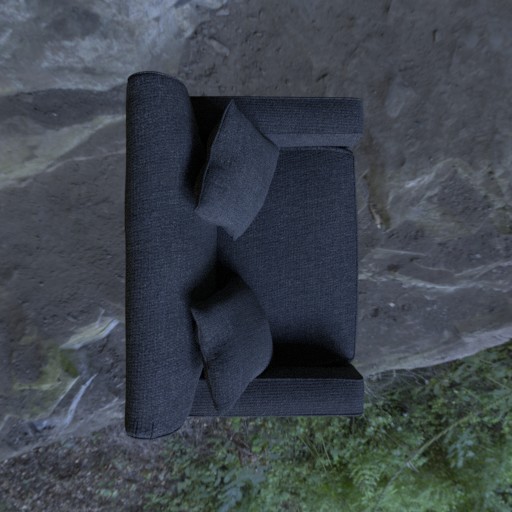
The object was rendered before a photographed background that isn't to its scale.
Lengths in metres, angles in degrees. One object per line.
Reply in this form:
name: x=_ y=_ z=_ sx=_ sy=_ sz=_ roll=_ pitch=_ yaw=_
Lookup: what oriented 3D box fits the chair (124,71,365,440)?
chair: x=0.000 y=0.000 z=2.059 sx=1.000 sy=0.948 sz=1.383 roll=0 pitch=90 yaw=-1
